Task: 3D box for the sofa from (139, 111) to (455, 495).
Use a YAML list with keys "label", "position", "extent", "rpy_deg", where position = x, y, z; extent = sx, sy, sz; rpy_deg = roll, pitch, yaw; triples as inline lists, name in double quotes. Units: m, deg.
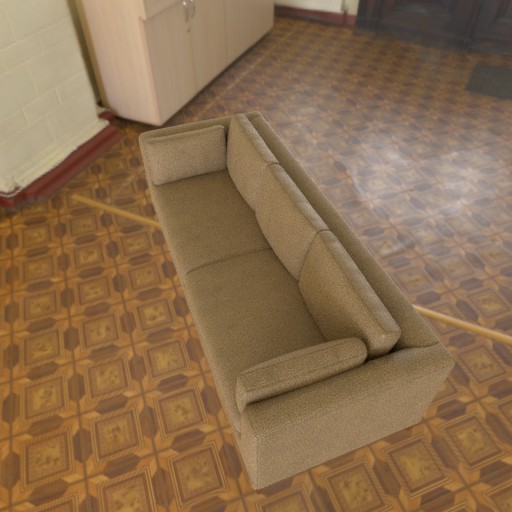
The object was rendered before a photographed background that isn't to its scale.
- label: "sofa"
  position: [0.000, 0.000, 2.832]
  extent: [0.969, 0.867, 2.415]
  rpy_deg: [-15, 48, -14]
